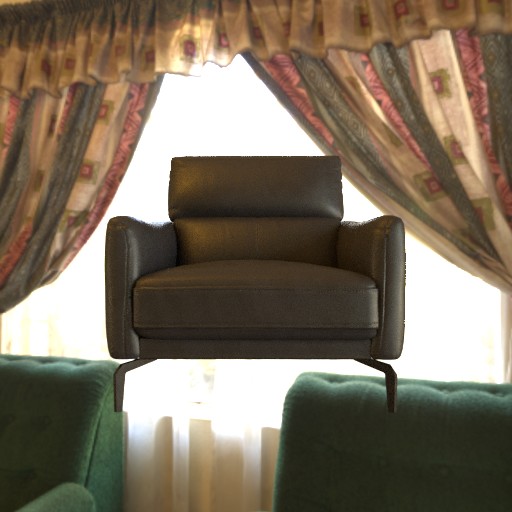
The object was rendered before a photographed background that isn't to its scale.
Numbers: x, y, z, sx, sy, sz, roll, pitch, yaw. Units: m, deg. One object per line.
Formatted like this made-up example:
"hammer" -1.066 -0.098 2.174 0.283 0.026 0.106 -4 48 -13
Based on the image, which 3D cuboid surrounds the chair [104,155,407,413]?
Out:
"chair" 0.000 0.000 1.705 0.976 0.949 0.809 0 -1 0
